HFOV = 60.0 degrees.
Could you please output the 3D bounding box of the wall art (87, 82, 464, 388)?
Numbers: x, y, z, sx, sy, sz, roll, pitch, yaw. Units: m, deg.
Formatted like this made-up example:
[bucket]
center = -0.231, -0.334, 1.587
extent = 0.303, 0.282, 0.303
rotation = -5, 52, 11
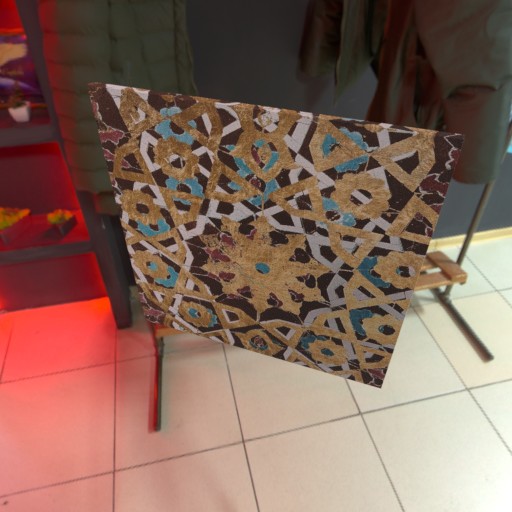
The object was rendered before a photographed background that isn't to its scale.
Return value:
[wall art]
center = 0.000, 0.000, 0.589
extent = 0.404, 0.406, 0.010
rotation = 13, 43, 15
